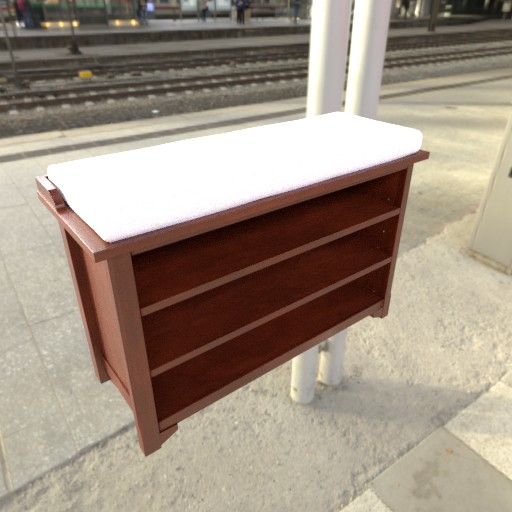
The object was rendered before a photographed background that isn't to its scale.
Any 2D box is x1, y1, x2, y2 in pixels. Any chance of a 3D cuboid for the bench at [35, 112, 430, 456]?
[{"bbox_3d":[0.000,0.000,1.281,0.987,0.646,0.369,-21,36,-32],"label":"bench"}]
